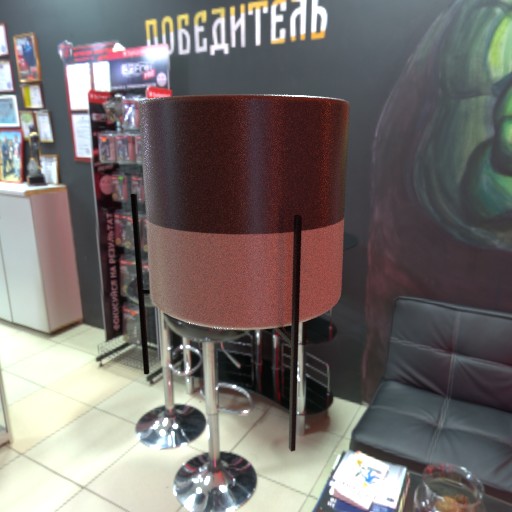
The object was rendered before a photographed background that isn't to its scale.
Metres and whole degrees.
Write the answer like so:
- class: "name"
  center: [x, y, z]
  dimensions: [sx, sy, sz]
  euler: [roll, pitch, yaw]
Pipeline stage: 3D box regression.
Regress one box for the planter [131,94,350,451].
- class: "planter"
  center: [0.000, 0.000, 0.537]
  dimensions: [0.250, 0.353, 0.260]
  euler: [-8, 17, -27]
